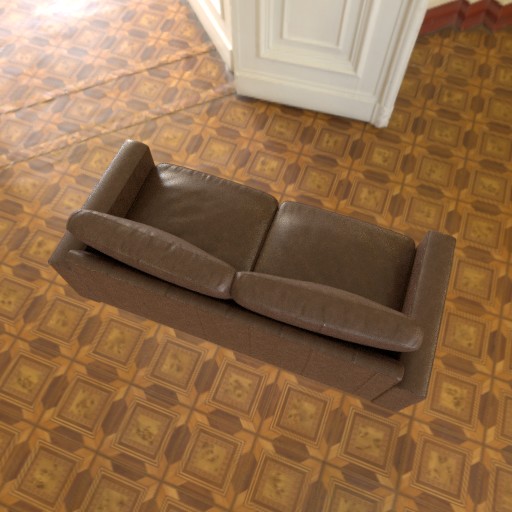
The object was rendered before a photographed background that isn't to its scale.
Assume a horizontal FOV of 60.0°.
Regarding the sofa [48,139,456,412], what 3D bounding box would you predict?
[{"bbox_3d":[0.000,0.000,2.677,2.179,0.873,1.016,18,65,9],"label":"sofa"}]
